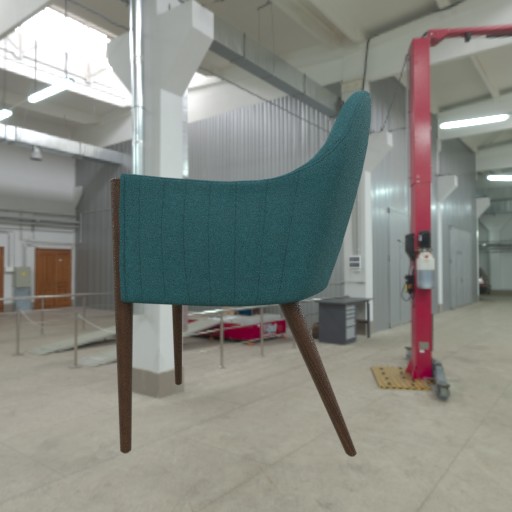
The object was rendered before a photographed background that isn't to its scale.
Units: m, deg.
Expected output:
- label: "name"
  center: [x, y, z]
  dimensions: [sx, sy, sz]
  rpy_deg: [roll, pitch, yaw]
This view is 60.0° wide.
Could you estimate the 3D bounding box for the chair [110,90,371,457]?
- label: "chair"
  center: [0.000, 0.000, 1.298]
  dimensions: [0.652, 0.907, 0.656]
  rpy_deg: [0, -1, 2]
